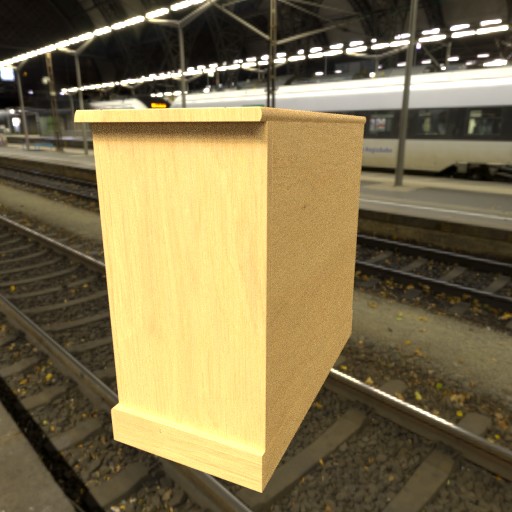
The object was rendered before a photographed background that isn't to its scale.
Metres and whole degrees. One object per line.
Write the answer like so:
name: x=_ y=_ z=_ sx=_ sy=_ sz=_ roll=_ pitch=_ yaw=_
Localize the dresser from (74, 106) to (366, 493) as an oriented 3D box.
dresser: x=0.000 y=0.000 z=1.372 sx=0.440 sy=0.835 sz=0.915 roll=7 pitch=18 yaw=24
